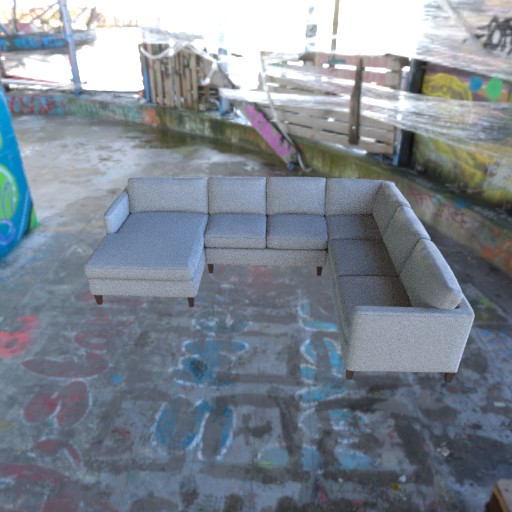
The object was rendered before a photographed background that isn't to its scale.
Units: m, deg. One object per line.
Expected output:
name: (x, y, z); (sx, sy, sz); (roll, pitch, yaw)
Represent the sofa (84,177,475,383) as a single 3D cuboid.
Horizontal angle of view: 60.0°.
sofa: (0.000, 0.000, 4.617); (3.460, 0.959, 2.593); (1, 30, 2)
